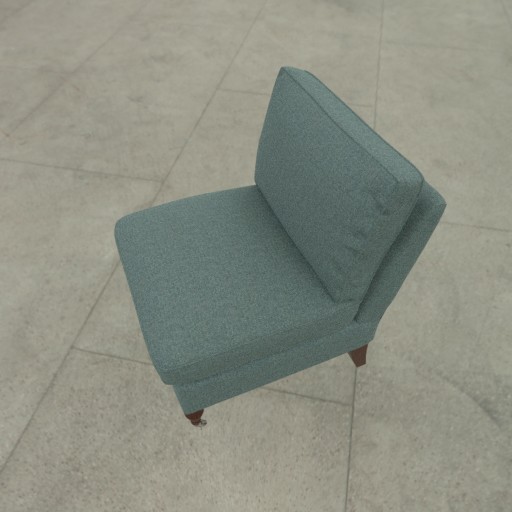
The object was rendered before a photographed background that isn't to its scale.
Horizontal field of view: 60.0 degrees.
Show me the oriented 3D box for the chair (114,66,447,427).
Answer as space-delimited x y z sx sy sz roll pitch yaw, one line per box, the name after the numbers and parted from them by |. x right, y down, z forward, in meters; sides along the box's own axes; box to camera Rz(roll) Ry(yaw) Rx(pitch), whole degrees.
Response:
0.000 0.000 1.407 0.796 0.901 0.624 -18 50 -15 | chair
